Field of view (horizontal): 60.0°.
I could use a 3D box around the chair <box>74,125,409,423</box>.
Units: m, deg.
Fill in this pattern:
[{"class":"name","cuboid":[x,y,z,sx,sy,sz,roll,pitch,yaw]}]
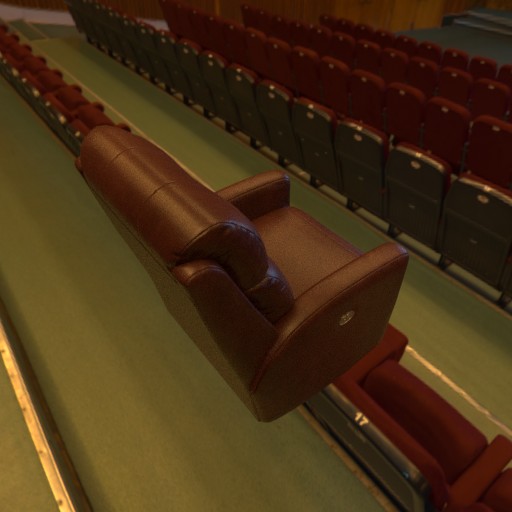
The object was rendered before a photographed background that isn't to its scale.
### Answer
[{"class":"chair","cuboid":[0.000,0.000,1.676,0.939,1.016,0.787,-26,47,-27]}]
